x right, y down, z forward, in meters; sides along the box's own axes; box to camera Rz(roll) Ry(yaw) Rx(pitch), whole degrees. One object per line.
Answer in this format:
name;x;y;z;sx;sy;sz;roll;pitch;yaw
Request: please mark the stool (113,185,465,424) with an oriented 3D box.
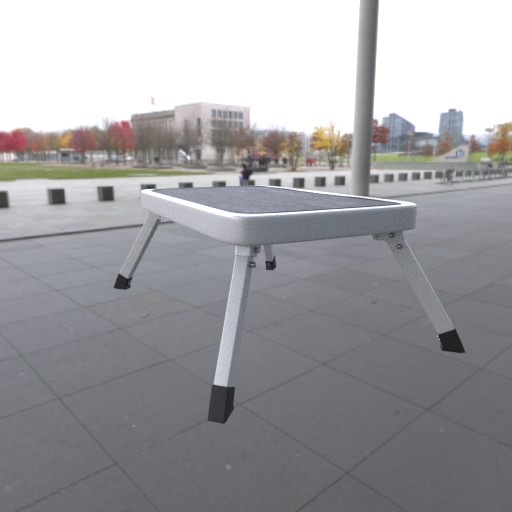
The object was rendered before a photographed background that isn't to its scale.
stool;0.000;0.000;0.620;0.320;0.170;0.460;-6;14;-27
